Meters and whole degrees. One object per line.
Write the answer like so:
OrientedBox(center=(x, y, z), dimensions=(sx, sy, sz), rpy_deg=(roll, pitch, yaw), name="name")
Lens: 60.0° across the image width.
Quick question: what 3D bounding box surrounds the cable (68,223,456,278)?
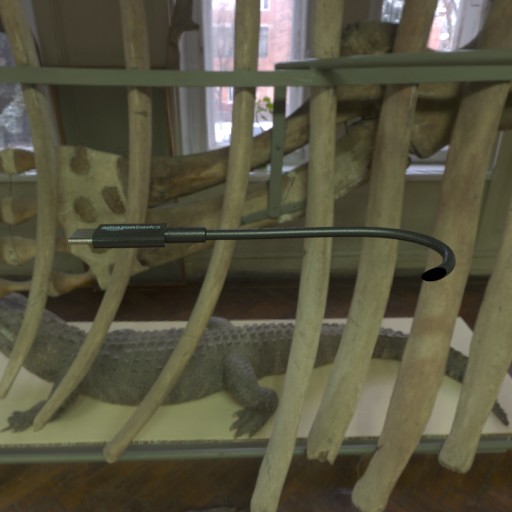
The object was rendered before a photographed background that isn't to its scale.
OrientedBox(center=(0.000, 0.000, 0.109), dimensions=(0.098, 0.006, 0.040), rpy_deg=(-1, 24, -2), name="cable")
